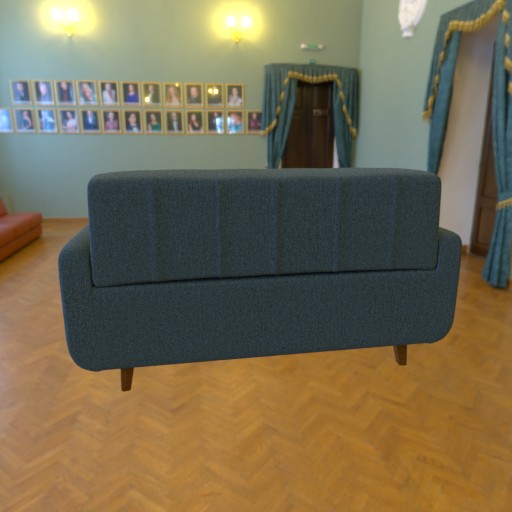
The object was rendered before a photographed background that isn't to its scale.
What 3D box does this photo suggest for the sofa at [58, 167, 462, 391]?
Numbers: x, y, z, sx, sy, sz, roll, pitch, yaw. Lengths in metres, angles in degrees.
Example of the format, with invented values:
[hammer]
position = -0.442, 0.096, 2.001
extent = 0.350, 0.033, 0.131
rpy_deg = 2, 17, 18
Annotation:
[sofa]
position = 0.000, 0.000, 2.230
extent = 1.651, 0.896, 0.942
rpy_deg = -3, 15, -10
